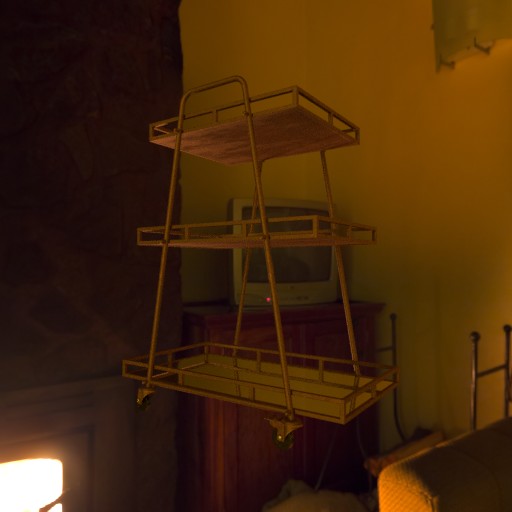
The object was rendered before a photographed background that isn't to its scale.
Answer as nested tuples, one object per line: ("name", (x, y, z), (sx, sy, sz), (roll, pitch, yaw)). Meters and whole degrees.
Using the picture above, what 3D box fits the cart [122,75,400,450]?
("cart", (0.000, 0.000, 1.291), (0.711, 0.883, 0.441), (-1, -2, 35))
